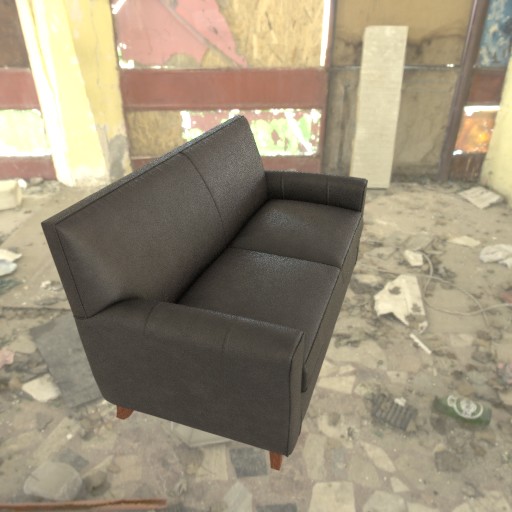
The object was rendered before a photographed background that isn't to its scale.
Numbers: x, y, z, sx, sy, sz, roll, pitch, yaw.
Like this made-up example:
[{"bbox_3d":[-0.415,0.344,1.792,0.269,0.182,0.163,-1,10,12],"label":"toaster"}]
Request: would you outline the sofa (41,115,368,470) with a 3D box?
[{"bbox_3d":[0.000,0.000,1.956,0.787,0.871,1.473,10,31,17],"label":"sofa"}]
